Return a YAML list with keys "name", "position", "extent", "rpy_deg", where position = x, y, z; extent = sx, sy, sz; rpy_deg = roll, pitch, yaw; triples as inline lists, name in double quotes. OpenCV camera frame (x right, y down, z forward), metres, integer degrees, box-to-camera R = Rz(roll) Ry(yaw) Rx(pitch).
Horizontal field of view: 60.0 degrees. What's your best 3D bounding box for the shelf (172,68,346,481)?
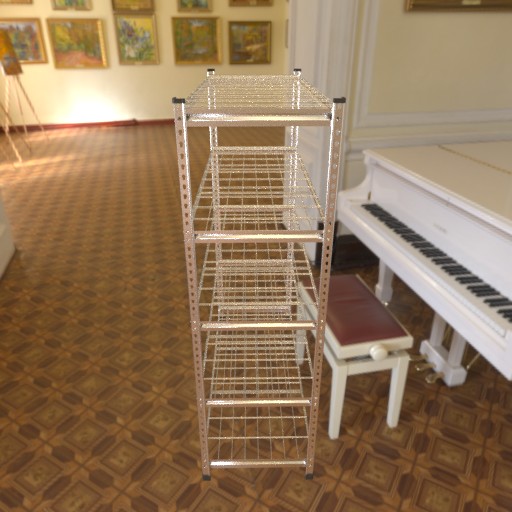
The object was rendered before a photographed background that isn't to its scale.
- name: "shelf"
  position: [0.000, 0.000, 2.663]
  extent: [0.610, 1.981, 1.524]
  rpy_deg: [0, 27, -1]
